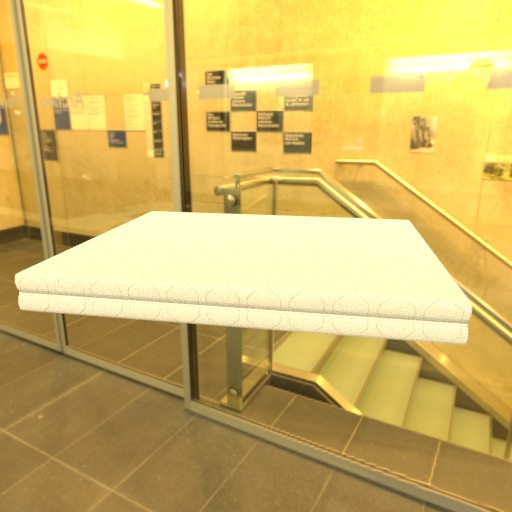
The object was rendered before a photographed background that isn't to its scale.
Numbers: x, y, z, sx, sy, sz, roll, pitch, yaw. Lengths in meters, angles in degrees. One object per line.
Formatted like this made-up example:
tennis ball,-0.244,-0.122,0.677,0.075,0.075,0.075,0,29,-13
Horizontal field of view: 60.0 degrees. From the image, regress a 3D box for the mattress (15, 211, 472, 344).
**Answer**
mattress,0.000,0.000,2.663,2.000,0.200,1.600,3,17,10
